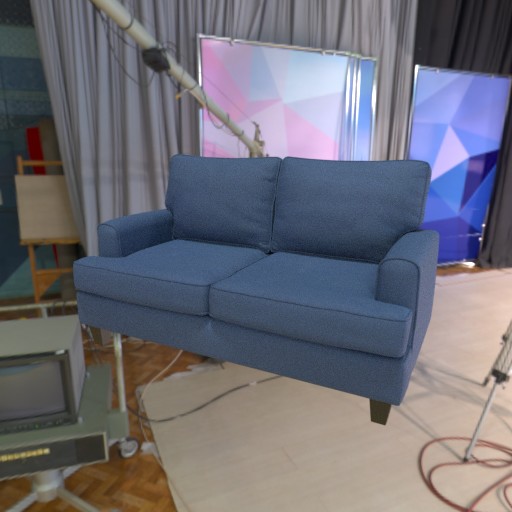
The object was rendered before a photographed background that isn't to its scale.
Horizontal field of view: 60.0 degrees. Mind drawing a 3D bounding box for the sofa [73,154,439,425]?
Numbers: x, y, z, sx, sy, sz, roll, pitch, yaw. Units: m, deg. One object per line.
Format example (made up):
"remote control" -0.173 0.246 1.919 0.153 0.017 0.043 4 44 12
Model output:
"sofa" 0.000 0.000 2.242 1.651 0.965 0.965 8 17 26
